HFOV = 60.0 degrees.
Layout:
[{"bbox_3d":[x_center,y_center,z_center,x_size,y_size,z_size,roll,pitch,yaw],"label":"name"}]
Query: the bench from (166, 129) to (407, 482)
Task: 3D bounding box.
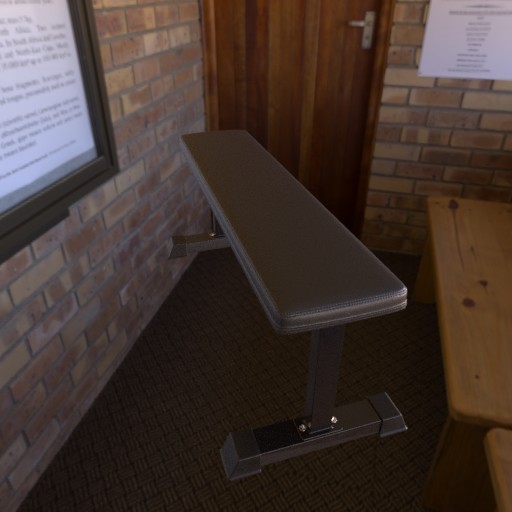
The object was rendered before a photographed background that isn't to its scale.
[{"bbox_3d":[0.000,0.000,1.291,0.439,0.453,1.072,-9,33,-15],"label":"bench"}]
